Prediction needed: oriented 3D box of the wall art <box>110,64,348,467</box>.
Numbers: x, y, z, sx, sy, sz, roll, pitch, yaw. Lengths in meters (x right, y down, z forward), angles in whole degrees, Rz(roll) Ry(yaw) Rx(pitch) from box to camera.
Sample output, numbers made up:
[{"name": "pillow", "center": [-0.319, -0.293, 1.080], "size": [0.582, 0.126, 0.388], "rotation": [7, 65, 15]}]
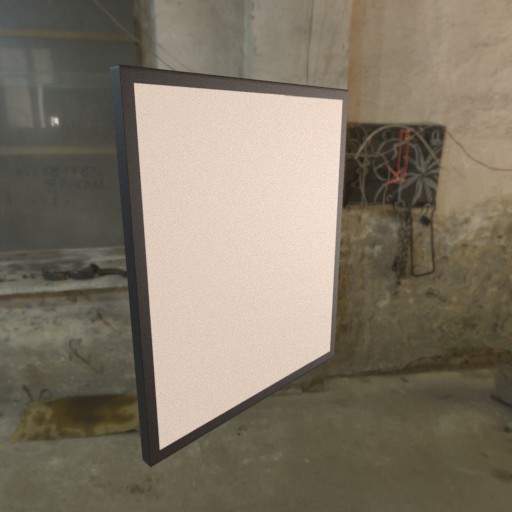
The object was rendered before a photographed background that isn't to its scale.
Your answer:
[{"name": "wall art", "center": [0.000, 0.000, 0.689], "size": [0.021, 0.509, 0.430], "rotation": [15, 22, 42]}]
